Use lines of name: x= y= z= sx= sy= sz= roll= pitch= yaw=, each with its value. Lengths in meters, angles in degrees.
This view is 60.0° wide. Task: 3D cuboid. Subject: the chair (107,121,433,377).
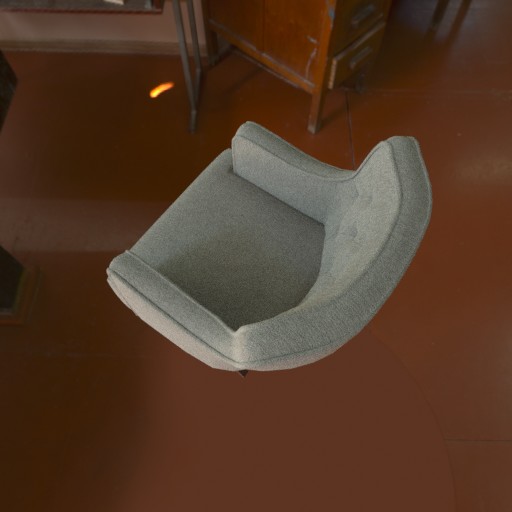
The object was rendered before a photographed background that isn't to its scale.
chair: x=0.000 y=0.000 z=1.589 sx=0.910 sy=0.920 sz=0.820 roll=32 pitch=68 yaw=15
